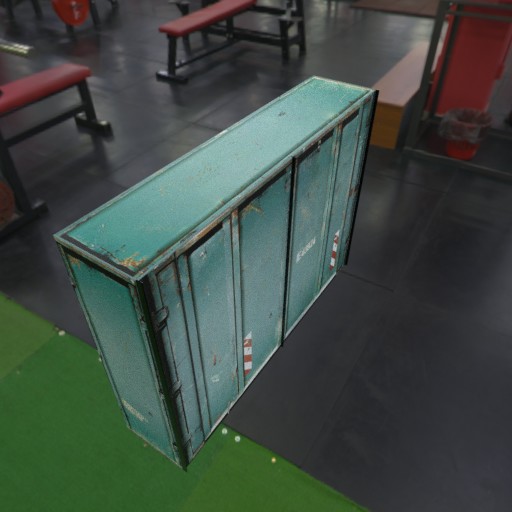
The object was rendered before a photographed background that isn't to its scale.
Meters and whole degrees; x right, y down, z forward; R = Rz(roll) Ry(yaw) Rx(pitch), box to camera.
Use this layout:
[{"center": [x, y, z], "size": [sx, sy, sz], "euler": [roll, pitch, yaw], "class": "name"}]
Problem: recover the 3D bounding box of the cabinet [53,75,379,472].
[{"center": [0.000, 0.000, 3.952], "size": [0.680, 2.160, 3.001], "euler": [24, 47, 25], "class": "cabinet"}]
